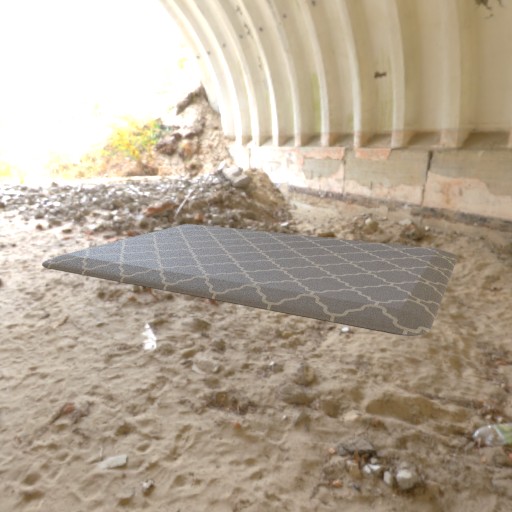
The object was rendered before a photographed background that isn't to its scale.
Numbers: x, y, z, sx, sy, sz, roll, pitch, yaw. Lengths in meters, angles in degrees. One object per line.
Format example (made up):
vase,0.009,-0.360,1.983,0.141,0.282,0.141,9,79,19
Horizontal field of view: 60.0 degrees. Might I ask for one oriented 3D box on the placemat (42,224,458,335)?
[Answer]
placemat,0.000,0.000,0.950,0.762,0.021,0.508,7,16,27
